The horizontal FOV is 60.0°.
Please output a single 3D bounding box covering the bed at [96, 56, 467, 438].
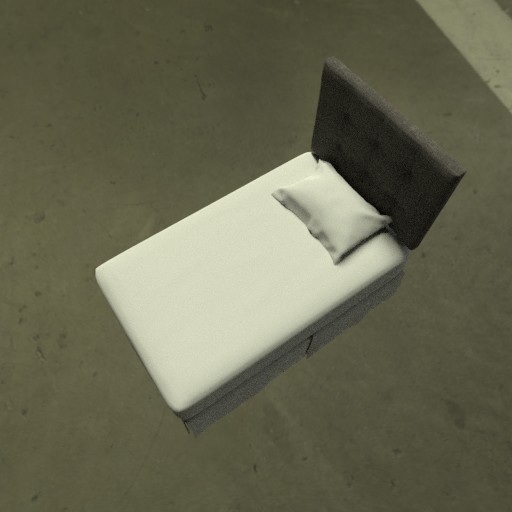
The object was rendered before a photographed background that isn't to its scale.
[{"bbox_3d":[0.000,0.000,2.995,1.997,1.571,1.261,-31,66,-16],"label":"bed"}]
